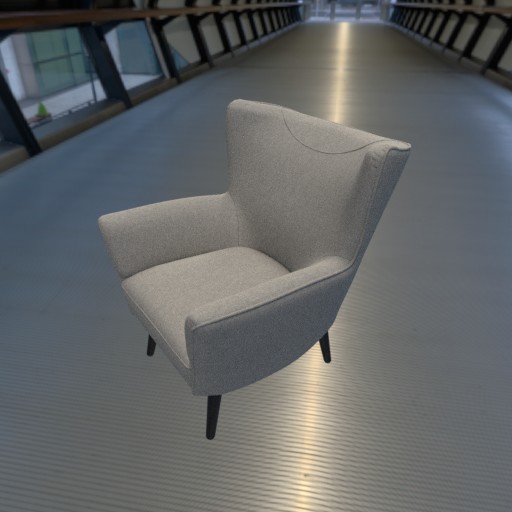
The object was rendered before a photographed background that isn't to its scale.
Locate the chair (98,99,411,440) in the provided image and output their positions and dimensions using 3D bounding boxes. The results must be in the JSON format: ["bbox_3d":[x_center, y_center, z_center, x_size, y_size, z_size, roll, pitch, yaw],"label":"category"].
[{"bbox_3d":[0.000,0.000,1.607,0.888,0.933,0.781,-20,36,-30],"label":"chair"}]
